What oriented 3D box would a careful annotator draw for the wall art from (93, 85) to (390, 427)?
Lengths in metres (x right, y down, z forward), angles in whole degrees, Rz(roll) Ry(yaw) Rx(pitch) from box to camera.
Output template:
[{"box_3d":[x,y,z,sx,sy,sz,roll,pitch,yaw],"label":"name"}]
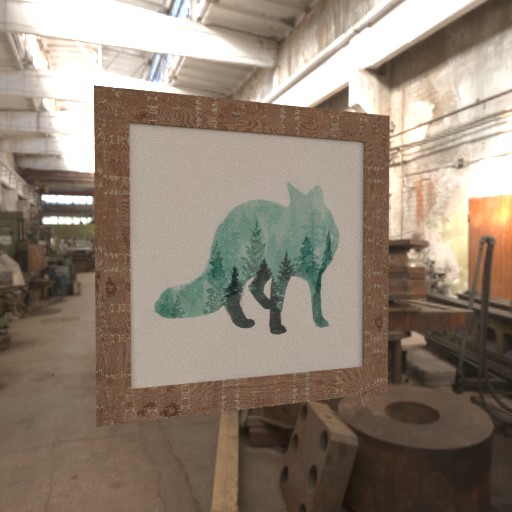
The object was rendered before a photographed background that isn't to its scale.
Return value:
[{"box_3d":[0.000,0.000,0.562,0.384,0.384,0.012,0,1,-18],"label":"wall art"}]
